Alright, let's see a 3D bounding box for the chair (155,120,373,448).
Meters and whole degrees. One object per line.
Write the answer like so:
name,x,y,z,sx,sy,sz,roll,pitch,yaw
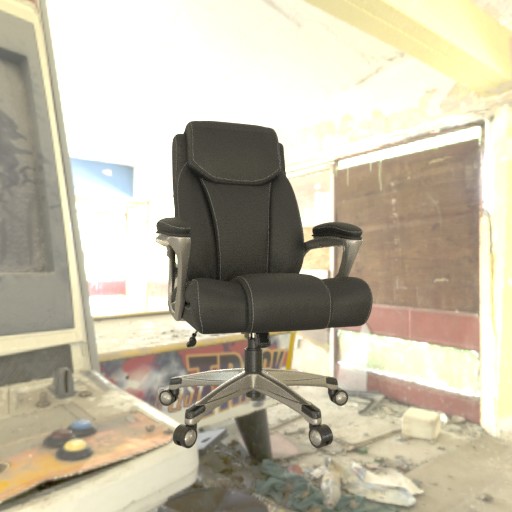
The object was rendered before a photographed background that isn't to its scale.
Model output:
chair,0.000,0.000,1.655,0.741,1.167,0.784,0,-1,-18
